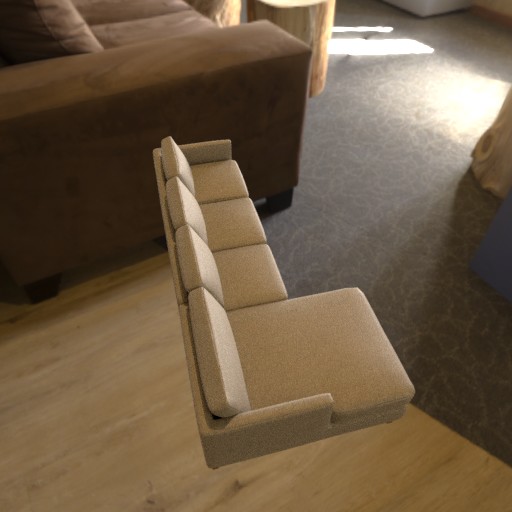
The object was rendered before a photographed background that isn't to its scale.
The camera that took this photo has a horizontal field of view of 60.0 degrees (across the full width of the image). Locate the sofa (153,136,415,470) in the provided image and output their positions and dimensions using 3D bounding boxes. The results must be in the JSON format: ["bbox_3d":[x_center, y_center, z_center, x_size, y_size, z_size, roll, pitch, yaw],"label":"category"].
[{"bbox_3d":[0.000,0.000,3.957,1.502,0.876,3.201,-10,47,-10],"label":"sofa"}]
